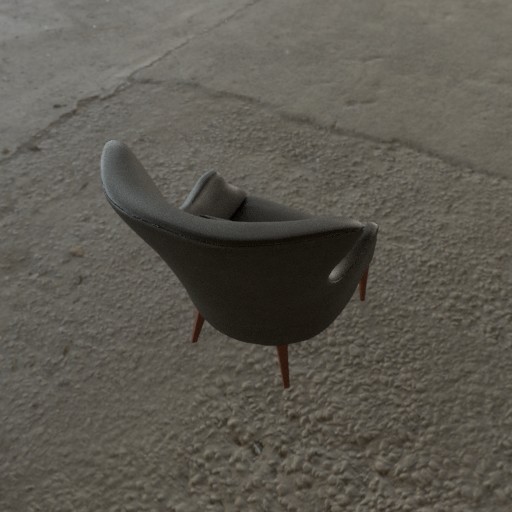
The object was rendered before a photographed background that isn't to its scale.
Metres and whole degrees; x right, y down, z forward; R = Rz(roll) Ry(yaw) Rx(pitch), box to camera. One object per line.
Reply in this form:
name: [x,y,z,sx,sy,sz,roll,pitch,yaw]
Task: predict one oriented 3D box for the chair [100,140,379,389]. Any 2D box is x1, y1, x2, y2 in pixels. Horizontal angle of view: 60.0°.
chair: [0.000,0.000,1.691,0.819,1.068,0.954,21,50,19]
